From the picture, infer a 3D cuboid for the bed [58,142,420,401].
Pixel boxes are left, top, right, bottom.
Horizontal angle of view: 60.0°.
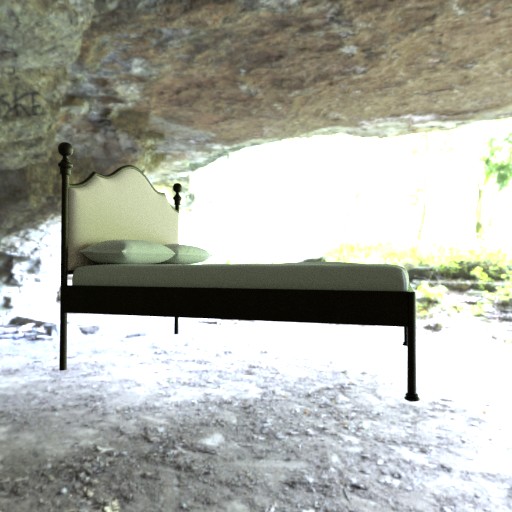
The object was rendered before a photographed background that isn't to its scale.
[{"bbox_3d":[0.000,0.000,3.311,2.224,1.499,1.642,0,-1,18],"label":"bed"}]
